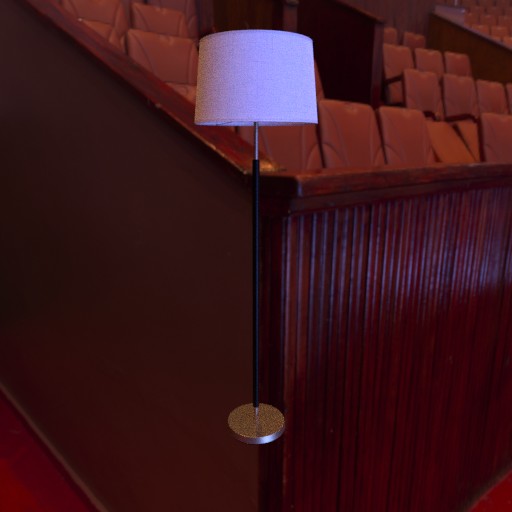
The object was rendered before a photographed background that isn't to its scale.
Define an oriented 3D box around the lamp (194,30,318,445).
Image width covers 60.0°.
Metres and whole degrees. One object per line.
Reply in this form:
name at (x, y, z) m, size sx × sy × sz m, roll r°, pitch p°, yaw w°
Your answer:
lamp at (0.000, 0.000, 1.642) m, size 0.420 × 1.447 × 0.420 m, roll 0°, pitch 15°, yaw 0°
